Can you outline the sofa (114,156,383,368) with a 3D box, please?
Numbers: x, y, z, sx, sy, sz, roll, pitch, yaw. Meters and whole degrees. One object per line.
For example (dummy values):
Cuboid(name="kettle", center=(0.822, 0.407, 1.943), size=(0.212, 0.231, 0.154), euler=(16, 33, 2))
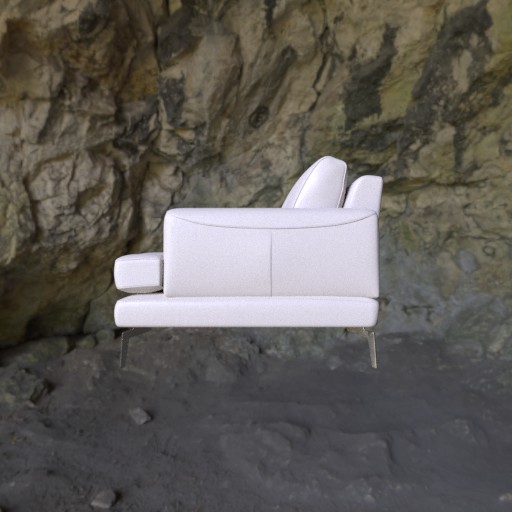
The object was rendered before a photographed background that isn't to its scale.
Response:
Cuboid(name="sofa", center=(0.000, 0.000, 2.458), size=(0.974, 0.765, 1.940), euler=(0, 0, 0))
